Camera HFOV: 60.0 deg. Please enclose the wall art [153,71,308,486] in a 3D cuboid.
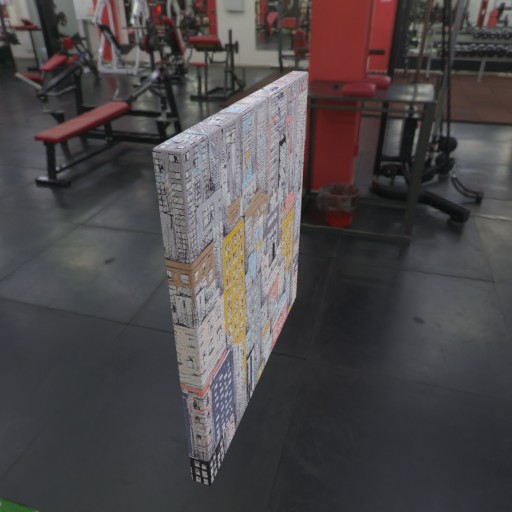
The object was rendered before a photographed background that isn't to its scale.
[{"bbox_3d":[0.000,0.000,1.109,0.048,0.762,0.761,10,32,16],"label":"wall art"}]
